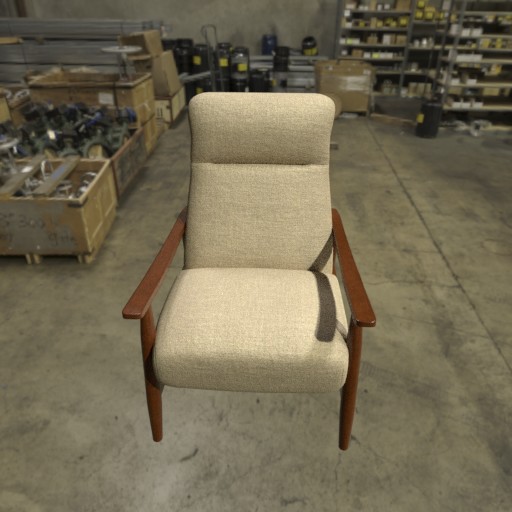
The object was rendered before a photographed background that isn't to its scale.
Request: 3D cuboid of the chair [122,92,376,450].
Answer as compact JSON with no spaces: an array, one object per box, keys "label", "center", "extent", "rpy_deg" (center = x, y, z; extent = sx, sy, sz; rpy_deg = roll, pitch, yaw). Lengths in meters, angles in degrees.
[{"label":"chair","center":[0.000,0.000,1.787],"extent":[0.762,1.082,1.014],"rpy_deg":[2,31,3]}]
